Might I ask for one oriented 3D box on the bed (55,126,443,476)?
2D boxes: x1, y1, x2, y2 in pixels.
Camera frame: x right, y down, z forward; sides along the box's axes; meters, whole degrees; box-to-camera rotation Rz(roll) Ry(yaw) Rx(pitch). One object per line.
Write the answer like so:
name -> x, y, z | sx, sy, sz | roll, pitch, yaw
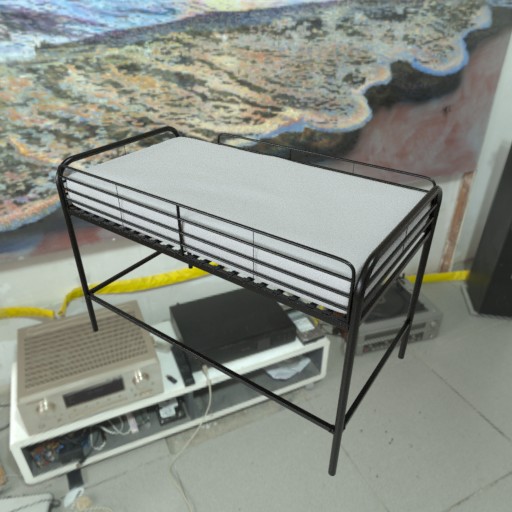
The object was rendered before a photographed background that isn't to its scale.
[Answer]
bed -> 0.000, 0.000, 2.915 | 1.968, 1.289, 1.393 | 20, 37, 29
